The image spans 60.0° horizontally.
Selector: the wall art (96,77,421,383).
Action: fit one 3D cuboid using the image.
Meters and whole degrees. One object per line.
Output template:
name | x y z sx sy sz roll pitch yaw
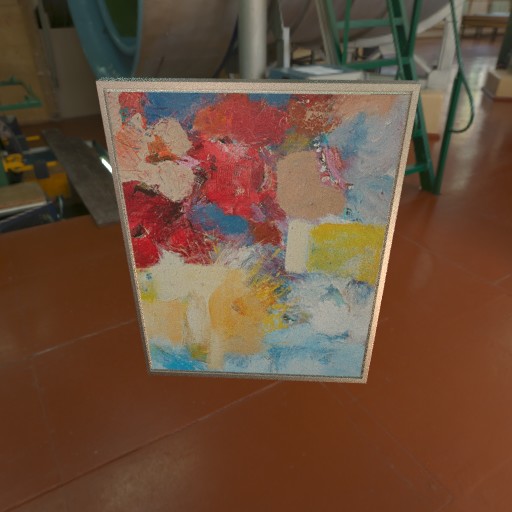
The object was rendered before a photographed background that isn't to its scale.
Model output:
wall art | 0.000 0.000 0.763 0.444 0.569 0.025 2 31 3
